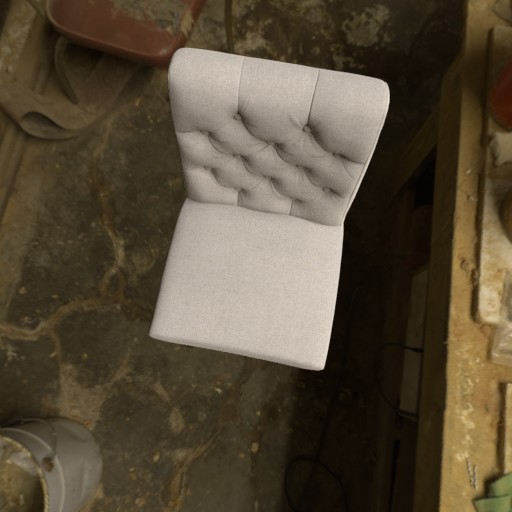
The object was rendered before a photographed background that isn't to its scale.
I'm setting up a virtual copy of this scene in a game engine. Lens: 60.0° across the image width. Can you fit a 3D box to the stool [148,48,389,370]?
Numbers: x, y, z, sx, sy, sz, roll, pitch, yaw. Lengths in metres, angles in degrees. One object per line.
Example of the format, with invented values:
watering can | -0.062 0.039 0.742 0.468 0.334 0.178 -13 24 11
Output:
stool | 0.000 0.000 1.338 0.493 1.040 0.601 11 75 3
